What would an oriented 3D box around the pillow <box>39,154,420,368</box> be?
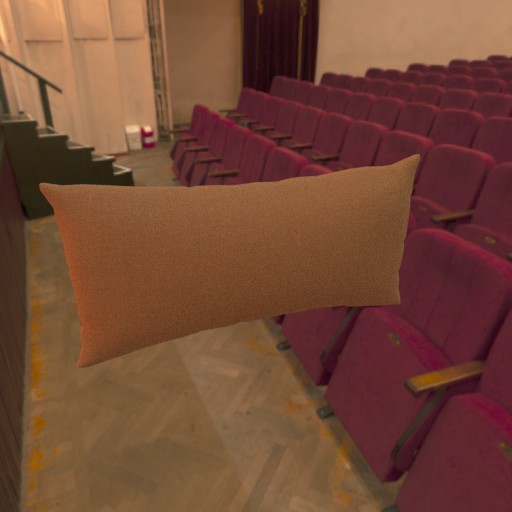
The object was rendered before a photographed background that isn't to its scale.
[{"bbox_3d":[0.000,0.000,0.739,0.612,0.308,0.148,-8,27,-17],"label":"pillow"}]
